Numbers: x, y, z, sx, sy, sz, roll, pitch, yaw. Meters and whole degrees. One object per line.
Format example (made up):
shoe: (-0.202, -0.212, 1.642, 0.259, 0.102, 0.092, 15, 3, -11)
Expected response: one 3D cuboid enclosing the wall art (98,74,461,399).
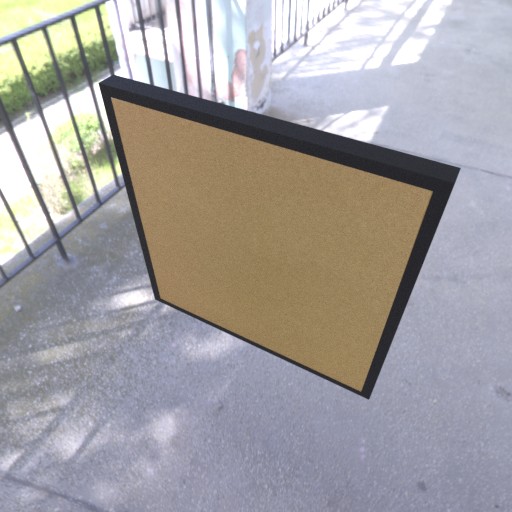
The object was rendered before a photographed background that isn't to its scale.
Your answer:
wall art: (0.000, 0.000, 0.756, 0.508, 0.507, 0.033, 21, 50, 19)
